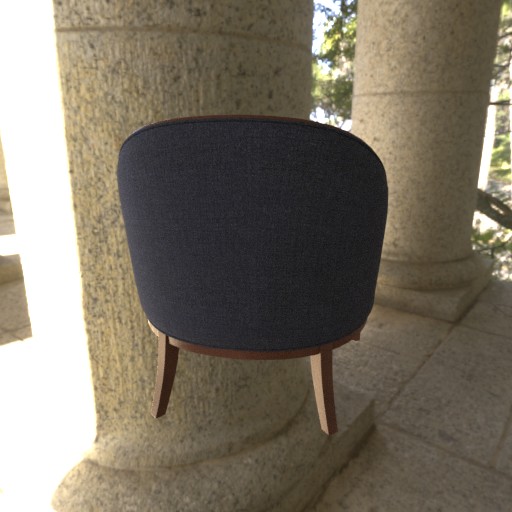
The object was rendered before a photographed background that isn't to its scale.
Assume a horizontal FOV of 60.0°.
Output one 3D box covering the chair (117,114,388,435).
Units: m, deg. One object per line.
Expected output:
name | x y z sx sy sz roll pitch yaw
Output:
chair | 0.000 0.000 1.470 0.803 0.876 0.735 2 16 8
